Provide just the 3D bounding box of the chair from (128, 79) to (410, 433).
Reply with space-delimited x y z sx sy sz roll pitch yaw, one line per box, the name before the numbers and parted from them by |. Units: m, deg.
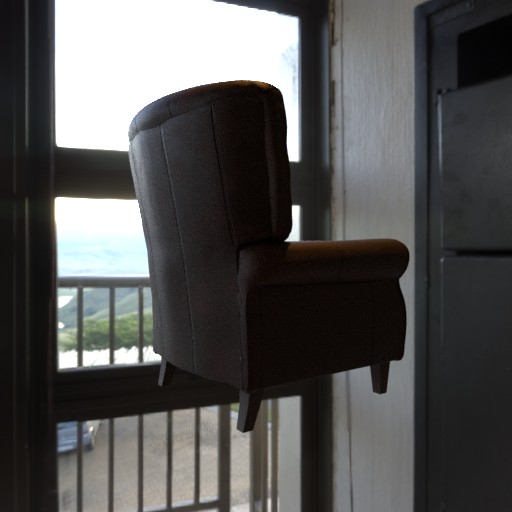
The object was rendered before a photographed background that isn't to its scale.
chair | 0.000 0.000 1.904 1.058 1.158 0.948 0 0 -36
